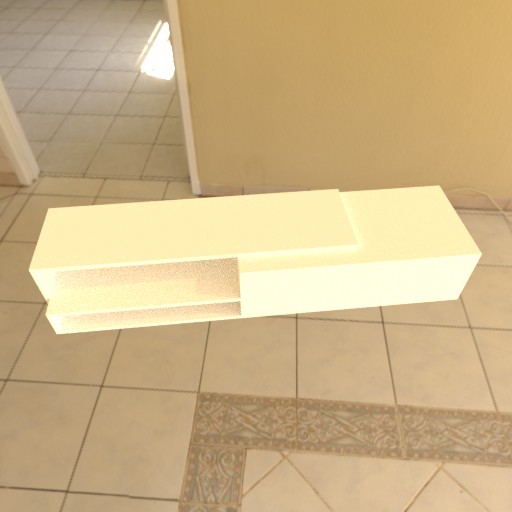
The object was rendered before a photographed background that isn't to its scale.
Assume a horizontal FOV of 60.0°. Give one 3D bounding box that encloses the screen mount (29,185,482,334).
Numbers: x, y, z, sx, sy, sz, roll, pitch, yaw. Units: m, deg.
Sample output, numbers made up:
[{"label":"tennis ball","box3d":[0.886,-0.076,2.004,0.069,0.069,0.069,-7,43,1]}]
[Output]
[{"label":"screen mount","box3d":[0.000,0.000,1.867,1.680,0.320,0.420,-4,47,-4]}]
